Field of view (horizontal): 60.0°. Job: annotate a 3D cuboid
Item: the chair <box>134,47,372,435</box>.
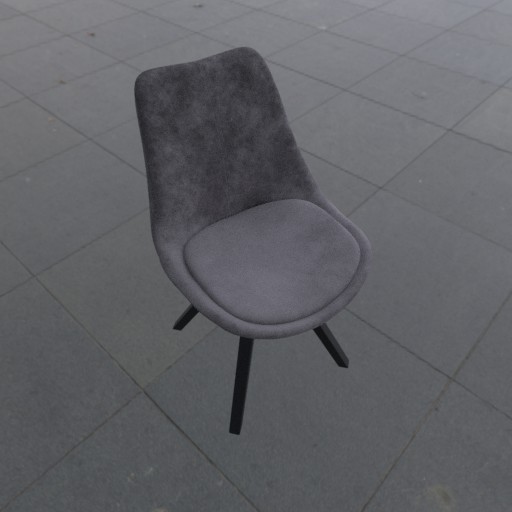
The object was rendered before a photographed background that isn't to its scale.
[{"bbox_3d":[0.000,0.000,1.164,0.485,0.850,0.550,-24,51,-22],"label":"chair"}]
